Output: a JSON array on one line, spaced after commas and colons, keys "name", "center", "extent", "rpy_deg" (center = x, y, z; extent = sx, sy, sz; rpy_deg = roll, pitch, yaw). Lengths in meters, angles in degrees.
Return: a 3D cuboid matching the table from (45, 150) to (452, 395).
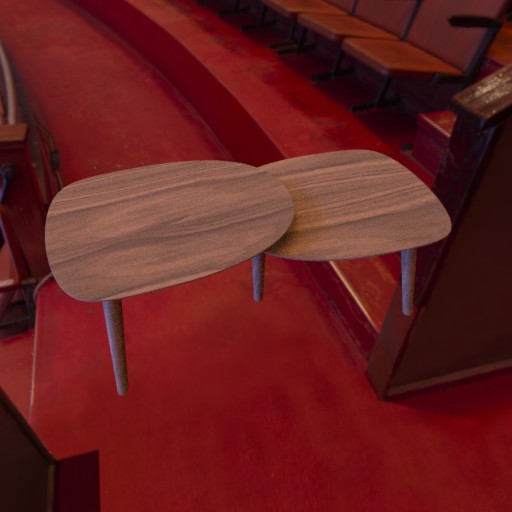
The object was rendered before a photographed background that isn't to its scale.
[{"name": "table", "center": [0.000, 0.000, 1.350], "extent": [1.084, 0.429, 0.527], "rpy_deg": [-12, 43, -13]}]
